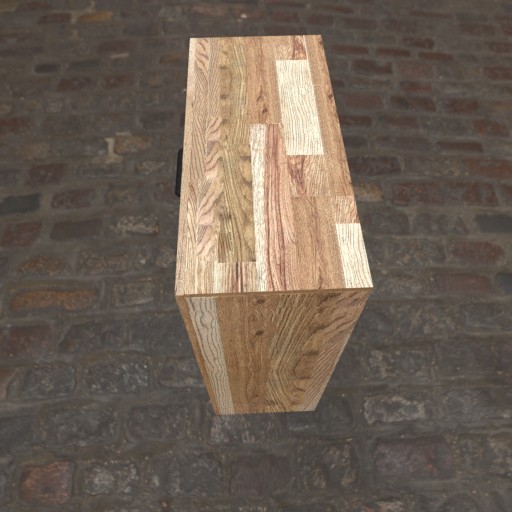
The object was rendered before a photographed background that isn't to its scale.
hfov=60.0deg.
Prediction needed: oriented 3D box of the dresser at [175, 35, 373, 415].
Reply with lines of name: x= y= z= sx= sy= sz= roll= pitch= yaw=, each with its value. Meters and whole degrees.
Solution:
dresser: x=0.000 y=0.000 z=1.762 sx=0.480 sy=1.243 sz=0.966 roll=-2 pitch=58 yaw=-1
